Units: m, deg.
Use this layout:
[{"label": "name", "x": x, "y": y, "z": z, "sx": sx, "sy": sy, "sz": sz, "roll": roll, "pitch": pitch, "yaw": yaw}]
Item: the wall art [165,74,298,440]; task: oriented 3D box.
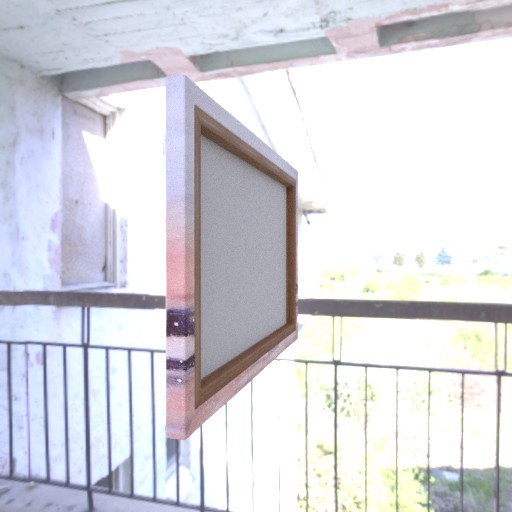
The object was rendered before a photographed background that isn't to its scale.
[{"label": "wall art", "x": 0.000, "y": 0.000, "z": 1.175, "sx": 0.038, "sy": 0.609, "sz": 0.913, "roll": 0, "pitch": 0, "yaw": 17}]
